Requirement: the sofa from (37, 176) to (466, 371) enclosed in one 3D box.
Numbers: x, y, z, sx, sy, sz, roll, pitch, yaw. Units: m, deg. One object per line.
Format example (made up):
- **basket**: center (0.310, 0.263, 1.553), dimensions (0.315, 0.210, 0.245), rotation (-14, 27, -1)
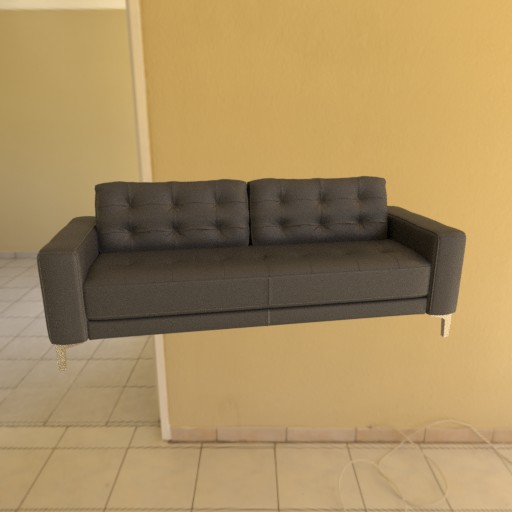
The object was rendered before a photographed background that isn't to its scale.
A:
- **sofa**: center (0.000, 0.000, 2.698), dimensions (2.275, 0.893, 0.833), rotation (-3, 17, -10)
